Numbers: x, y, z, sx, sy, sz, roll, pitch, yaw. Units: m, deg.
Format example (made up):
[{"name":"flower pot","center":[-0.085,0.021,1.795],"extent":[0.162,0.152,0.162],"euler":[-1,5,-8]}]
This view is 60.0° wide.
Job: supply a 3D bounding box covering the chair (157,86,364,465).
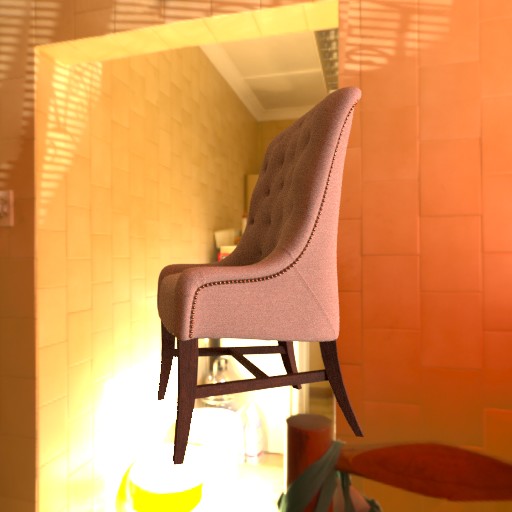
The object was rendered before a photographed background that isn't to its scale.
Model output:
[{"name":"chair","center":[0.000,0.000,1.517],"extent":[0.629,1.091,0.634],"euler":[0,0,-17]}]
